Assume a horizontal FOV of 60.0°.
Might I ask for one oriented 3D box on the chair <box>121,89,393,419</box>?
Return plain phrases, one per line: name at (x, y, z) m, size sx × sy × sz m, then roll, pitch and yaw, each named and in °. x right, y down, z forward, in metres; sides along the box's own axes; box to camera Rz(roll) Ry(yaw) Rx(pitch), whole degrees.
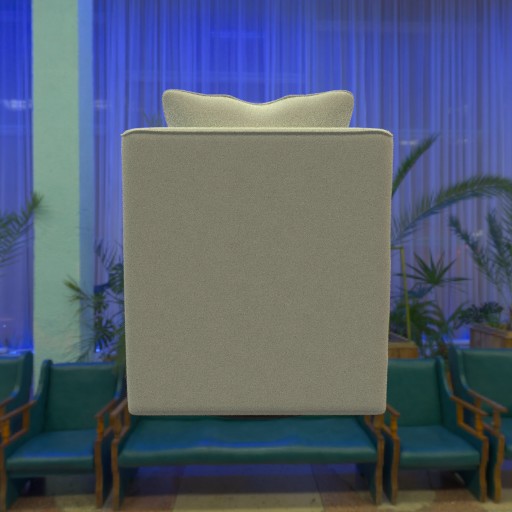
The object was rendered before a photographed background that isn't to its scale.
chair at (0.000, 0.000, 1.615) m, size 0.756 × 0.965 × 0.876 m, roll 0°, pitch 0°, yaw 0°
